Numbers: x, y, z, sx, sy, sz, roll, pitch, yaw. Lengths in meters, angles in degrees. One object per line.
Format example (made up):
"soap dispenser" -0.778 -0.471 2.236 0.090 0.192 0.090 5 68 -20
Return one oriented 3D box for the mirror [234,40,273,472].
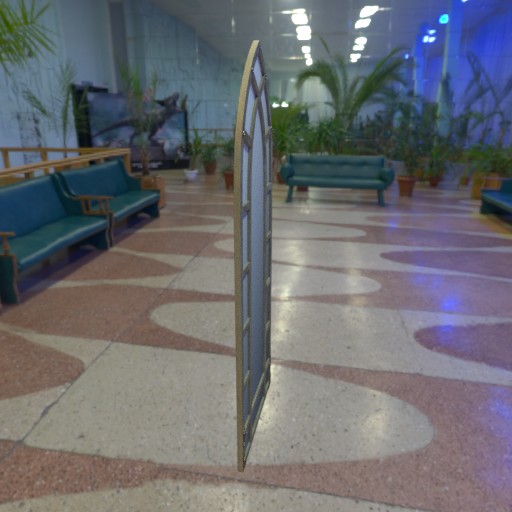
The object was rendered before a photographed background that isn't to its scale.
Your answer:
"mirror" 0.000 0.000 1.329 0.025 1.175 0.464 4 18 11
